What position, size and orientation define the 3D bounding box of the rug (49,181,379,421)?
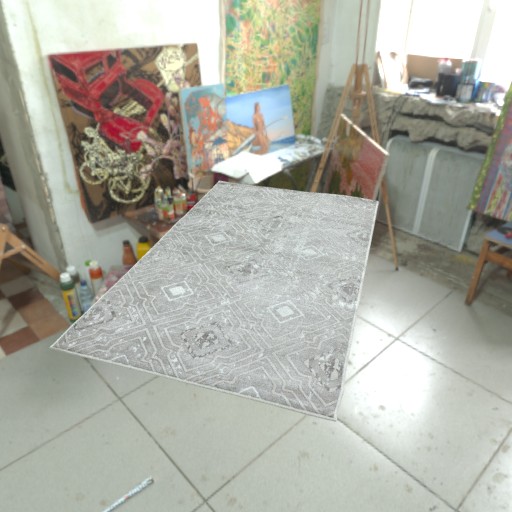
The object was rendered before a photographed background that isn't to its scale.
[{"bbox_3d":[0.000,0.000,3.150,1.537,0.036,2.447,9,33,15],"label":"rug"}]
